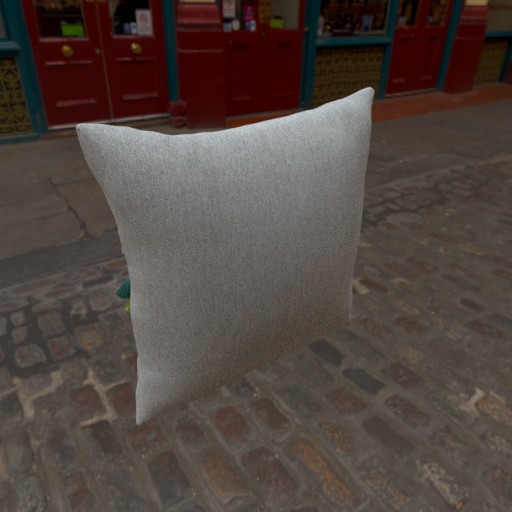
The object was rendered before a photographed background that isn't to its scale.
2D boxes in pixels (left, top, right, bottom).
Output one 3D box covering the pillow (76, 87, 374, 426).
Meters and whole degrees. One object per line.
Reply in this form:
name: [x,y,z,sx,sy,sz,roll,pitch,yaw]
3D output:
pillow: [0.000,0.000,0.659,0.433,0.436,0.173,-18,34,-29]
